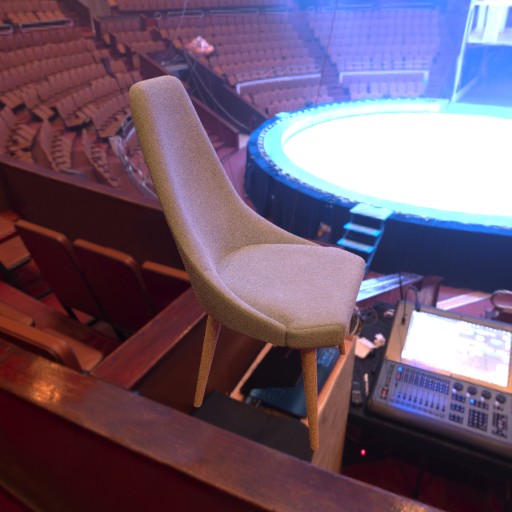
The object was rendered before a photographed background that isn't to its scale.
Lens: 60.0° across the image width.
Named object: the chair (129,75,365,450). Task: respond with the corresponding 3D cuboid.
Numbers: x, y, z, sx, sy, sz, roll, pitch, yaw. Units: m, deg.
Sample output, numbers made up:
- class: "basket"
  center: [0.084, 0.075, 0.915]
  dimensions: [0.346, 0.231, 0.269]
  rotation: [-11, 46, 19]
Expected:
- class: "chair"
  center: [0.000, 0.000, 1.424]
  dimensions: [0.660, 1.040, 0.510]
  rotation: [10, 31, 18]
